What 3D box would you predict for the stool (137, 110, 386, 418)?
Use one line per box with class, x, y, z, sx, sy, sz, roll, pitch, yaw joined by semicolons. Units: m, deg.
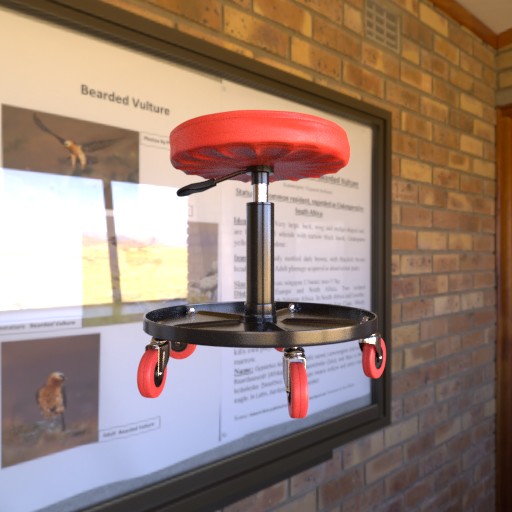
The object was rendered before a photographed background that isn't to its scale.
stool;0.000;0.000;0.685;0.382;0.365;0.381;0;0;18
